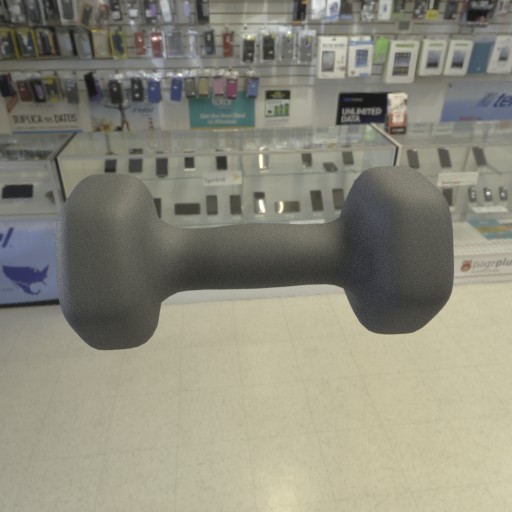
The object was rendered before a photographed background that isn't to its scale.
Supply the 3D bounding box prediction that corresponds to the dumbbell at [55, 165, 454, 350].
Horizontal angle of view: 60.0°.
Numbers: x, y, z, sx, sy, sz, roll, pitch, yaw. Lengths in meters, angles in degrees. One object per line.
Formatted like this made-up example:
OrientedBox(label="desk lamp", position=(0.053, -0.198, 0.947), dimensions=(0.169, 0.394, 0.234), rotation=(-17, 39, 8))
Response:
OrientedBox(label="dumbbell", position=(0.000, 0.000, 0.295), dimensions=(0.240, 0.105, 0.116), rotation=(-2, 31, -3))
